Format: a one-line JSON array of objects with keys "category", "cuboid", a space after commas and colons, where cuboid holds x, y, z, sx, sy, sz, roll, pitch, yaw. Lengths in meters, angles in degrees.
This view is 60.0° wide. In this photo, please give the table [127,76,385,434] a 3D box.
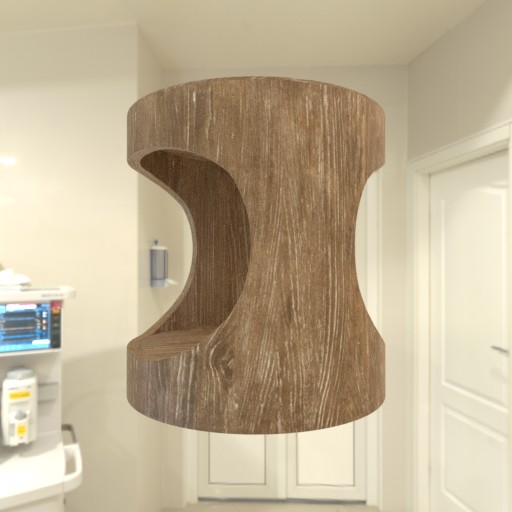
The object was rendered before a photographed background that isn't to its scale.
[{"category": "table", "cuboid": [0.000, 0.000, 0.942, 0.527, 0.551, 0.527, 0, 0, 0]}]
